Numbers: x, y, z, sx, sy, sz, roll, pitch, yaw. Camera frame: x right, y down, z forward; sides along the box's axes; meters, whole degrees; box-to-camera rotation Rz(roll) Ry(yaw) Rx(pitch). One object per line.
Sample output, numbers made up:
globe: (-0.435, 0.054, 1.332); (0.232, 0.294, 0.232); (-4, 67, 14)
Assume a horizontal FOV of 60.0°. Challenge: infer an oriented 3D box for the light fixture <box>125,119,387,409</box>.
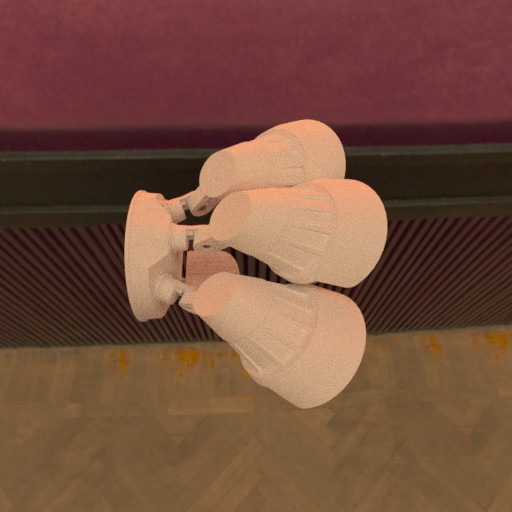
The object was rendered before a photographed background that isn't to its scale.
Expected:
light fixture: (0.000, 0.000, 0.552); (0.278, 0.237, 0.369); (-1, 65, 0)
